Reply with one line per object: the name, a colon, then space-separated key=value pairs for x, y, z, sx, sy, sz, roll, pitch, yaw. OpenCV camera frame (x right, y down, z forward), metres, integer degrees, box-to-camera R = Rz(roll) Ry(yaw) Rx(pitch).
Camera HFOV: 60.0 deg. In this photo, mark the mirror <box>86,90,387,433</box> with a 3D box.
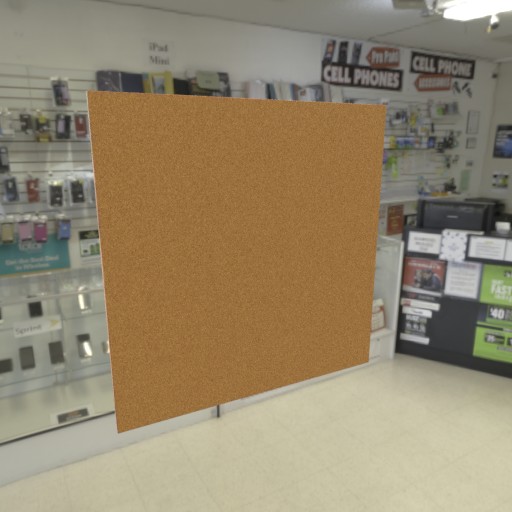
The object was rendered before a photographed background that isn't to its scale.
mirror: x=0.000 y=0.000 z=1.207 sx=0.804 sy=0.804 sz=0.061 roll=-7 pitch=16 yaw=-26
